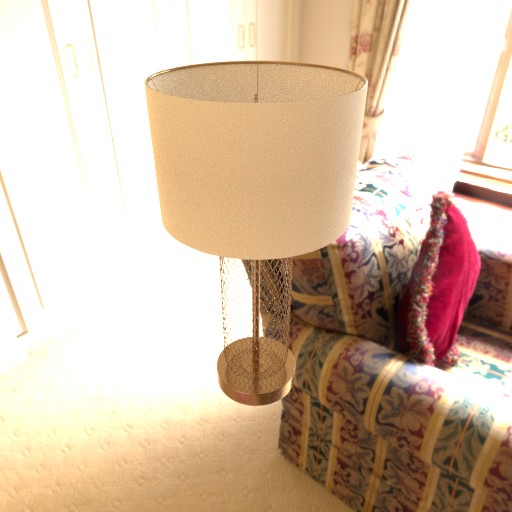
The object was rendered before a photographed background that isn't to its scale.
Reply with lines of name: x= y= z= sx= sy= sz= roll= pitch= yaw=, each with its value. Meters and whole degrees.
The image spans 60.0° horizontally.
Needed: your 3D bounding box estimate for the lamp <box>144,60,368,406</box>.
lamp: x=0.000 y=0.000 z=0.636 sx=0.252 sy=0.483 sz=0.252 roll=1 pitch=32 yaw=1
